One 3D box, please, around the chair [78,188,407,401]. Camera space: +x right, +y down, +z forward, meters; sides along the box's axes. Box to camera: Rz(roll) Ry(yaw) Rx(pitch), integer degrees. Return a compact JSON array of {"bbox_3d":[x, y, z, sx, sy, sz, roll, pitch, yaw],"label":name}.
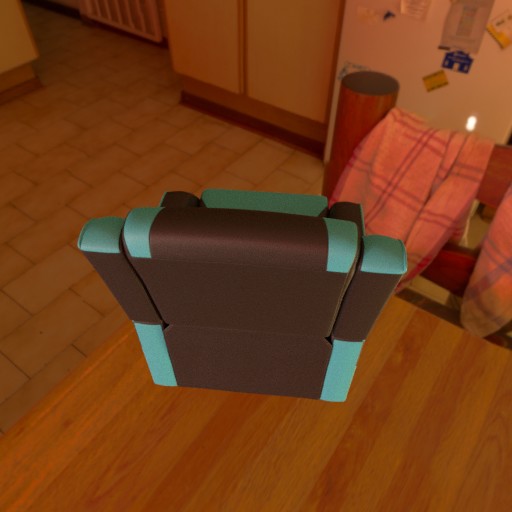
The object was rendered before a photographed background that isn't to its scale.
[{"bbox_3d":[0.000,0.000,1.289,0.620,0.805,0.672,4,47,4],"label":"chair"}]
